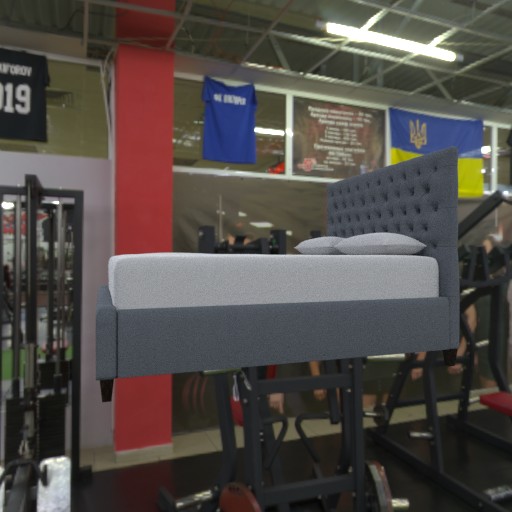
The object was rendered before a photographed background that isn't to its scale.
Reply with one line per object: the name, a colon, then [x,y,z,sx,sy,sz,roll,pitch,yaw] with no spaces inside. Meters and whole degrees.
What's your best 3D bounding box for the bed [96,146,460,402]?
bed: [0.000,0.000,3.293,2.231,1.427,1.698,0,0,-19]
